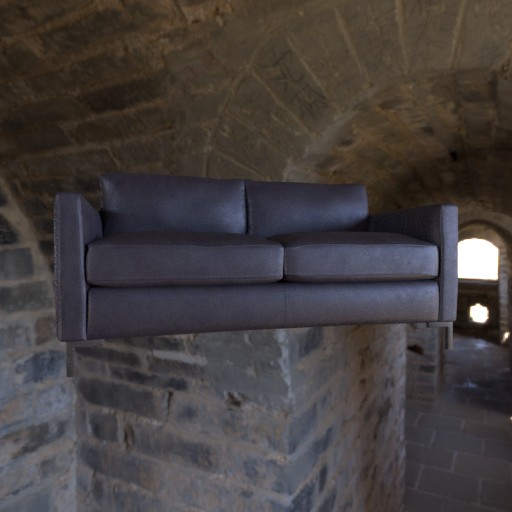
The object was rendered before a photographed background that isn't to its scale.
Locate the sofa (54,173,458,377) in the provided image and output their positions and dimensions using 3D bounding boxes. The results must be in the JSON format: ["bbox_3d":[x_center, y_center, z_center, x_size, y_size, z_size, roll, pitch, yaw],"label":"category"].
[{"bbox_3d":[0.000,0.000,2.248,1.805,0.883,0.947,0,1,-18],"label":"sofa"}]
